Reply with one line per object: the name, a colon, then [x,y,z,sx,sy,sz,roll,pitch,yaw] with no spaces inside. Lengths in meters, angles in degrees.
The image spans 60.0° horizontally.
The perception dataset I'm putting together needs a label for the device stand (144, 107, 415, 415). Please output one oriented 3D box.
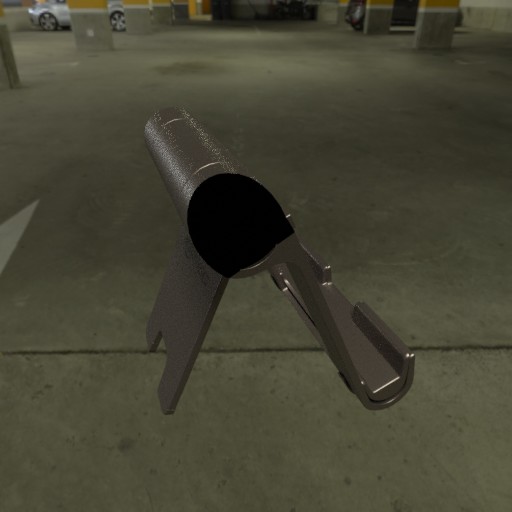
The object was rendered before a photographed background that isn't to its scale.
device stand: [0.000,0.000,0.151,0.079,0.084,0.088,-10,32,-17]
